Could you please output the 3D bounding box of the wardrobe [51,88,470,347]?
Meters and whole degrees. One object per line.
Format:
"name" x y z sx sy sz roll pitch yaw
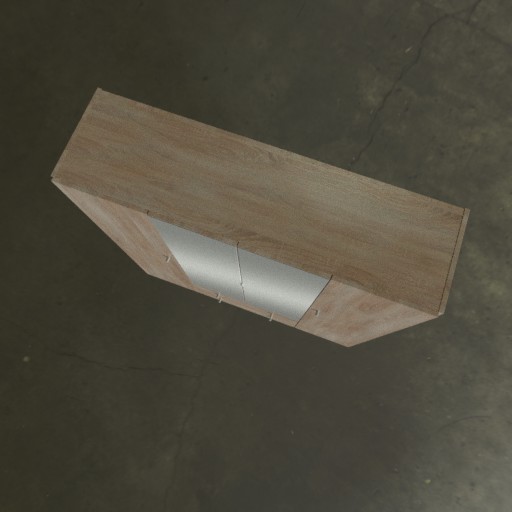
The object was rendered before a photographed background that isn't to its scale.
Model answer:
"wardrobe" 0.000 0.000 3.213 1.998 2.159 0.598 19 75 5
